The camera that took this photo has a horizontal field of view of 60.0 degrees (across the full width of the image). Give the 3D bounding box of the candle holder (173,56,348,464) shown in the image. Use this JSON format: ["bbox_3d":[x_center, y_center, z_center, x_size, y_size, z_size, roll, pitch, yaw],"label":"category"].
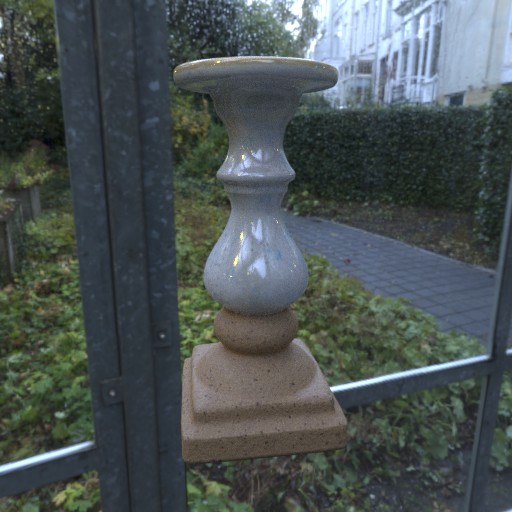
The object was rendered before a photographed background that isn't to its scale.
[{"bbox_3d":[0.000,0.000,0.306,0.110,0.239,0.110,-2,15,-8],"label":"candle holder"}]
